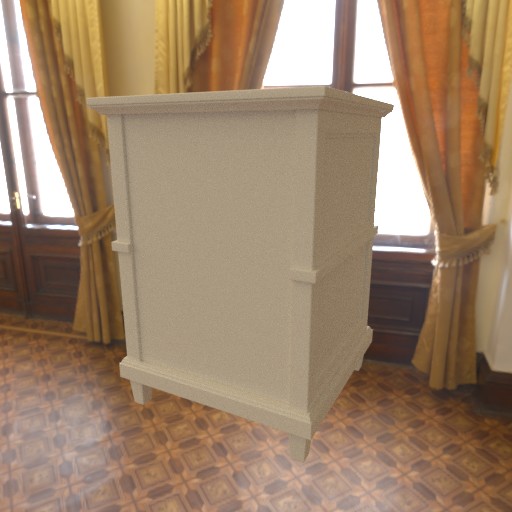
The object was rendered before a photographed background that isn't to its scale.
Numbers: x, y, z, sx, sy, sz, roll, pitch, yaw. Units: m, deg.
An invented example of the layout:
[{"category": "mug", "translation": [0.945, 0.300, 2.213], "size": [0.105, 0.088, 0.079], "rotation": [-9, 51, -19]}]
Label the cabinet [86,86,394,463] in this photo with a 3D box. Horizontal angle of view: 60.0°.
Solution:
[{"category": "cabinet", "translation": [0.000, 0.000, 1.173], "size": [0.544, 0.775, 0.547], "rotation": [8, 17, 27]}]
